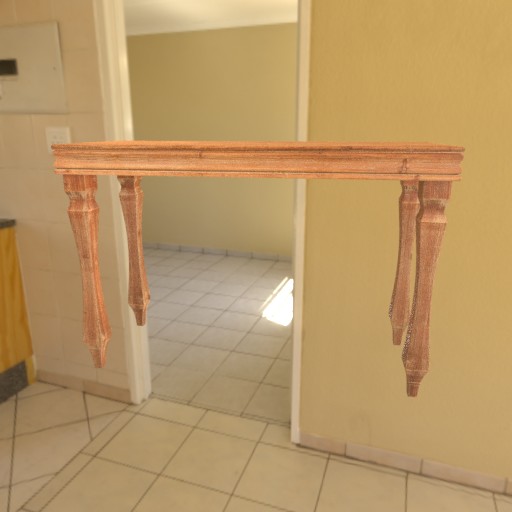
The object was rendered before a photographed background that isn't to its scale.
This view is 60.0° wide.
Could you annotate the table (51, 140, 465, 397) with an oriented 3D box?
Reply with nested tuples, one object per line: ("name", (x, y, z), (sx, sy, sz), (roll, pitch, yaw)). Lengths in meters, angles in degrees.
("table", (0.000, 0.000, 1.768), (1.330, 0.873, 0.522), (3, 16, 9))
